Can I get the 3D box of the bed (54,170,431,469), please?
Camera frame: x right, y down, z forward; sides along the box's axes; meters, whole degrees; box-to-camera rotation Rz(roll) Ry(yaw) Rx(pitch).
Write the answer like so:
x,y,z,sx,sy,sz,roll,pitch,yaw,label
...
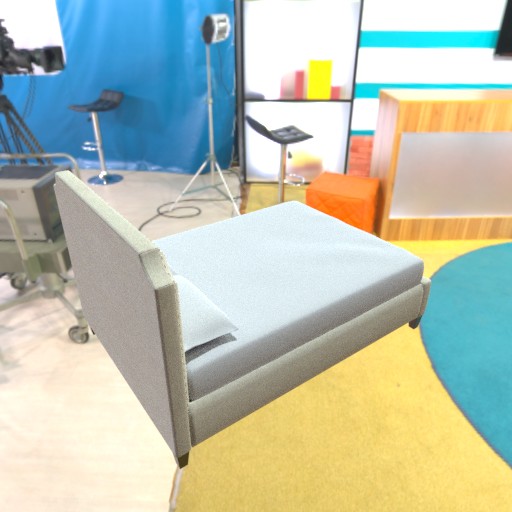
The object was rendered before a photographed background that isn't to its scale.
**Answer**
x,y,z,sx,sy,sz,roll,pitch,yaw,label
0.000,0.000,3.498,2.381,1.457,1.713,-20,34,-31,bed
